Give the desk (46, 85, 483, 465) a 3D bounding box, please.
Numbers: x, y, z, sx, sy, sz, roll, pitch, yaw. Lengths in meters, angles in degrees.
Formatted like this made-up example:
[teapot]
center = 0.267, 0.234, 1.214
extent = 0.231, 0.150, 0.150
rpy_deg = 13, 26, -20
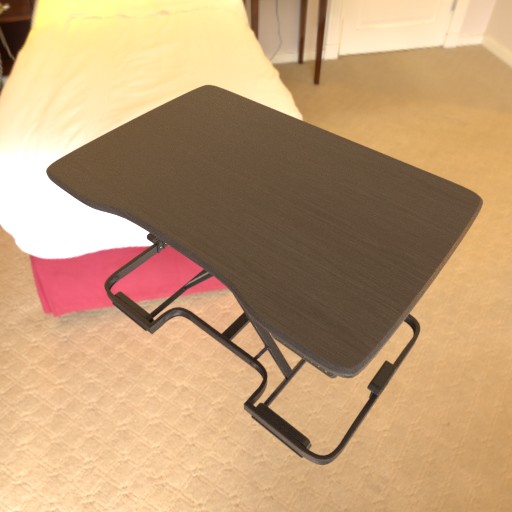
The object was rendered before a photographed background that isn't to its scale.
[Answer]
[desk]
center = 0.000, 0.000, 1.121
extent = 0.820, 0.470, 0.546
rpy_deg = 31, 54, 26
